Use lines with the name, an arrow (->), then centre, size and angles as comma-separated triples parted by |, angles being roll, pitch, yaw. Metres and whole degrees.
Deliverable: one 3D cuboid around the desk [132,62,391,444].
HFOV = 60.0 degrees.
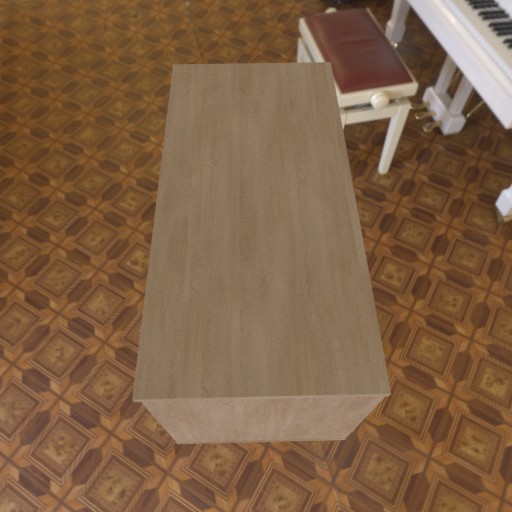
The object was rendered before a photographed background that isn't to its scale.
desk -> 0.000, 0.000, 1.683 | 0.600, 0.770, 1.251 | -1, 58, -1
